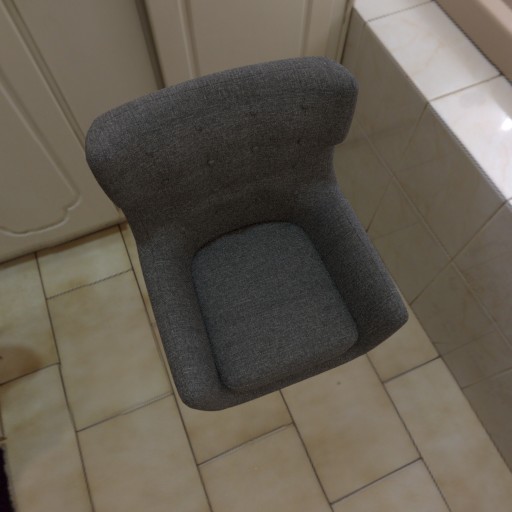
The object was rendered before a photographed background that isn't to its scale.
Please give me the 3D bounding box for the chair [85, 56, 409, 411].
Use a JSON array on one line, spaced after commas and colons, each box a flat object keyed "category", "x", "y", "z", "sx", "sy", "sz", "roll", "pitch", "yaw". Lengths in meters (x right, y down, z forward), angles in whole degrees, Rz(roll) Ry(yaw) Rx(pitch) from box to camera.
[{"category": "chair", "x": 0.000, "y": 0.000, "z": 1.701, "sx": 0.878, "sy": 1.063, "sz": 0.904, "roll": -19, "pitch": 66, "yaw": -9}]
